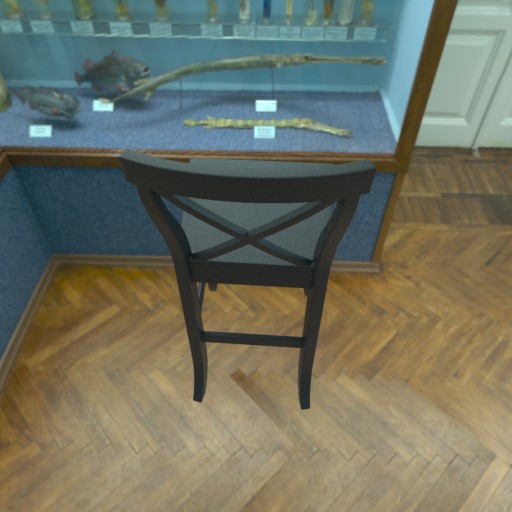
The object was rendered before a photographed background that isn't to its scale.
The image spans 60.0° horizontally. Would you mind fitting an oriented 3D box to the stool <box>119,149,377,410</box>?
[{"bbox_3d":[0.000,0.000,1.281,0.452,0.989,0.559,3,47,3],"label":"stool"}]
